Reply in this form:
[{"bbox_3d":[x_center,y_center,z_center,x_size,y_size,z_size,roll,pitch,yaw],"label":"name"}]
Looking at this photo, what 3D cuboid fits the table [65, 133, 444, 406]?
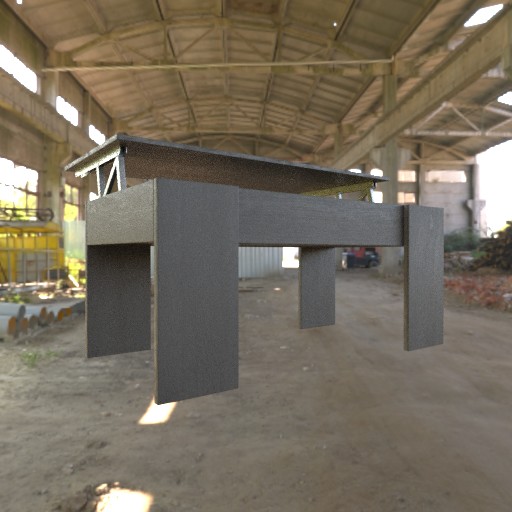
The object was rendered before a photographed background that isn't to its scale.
[{"bbox_3d":[0.000,0.000,1.430,1.000,0.570,0.711,0,1,-36],"label":"table"}]
